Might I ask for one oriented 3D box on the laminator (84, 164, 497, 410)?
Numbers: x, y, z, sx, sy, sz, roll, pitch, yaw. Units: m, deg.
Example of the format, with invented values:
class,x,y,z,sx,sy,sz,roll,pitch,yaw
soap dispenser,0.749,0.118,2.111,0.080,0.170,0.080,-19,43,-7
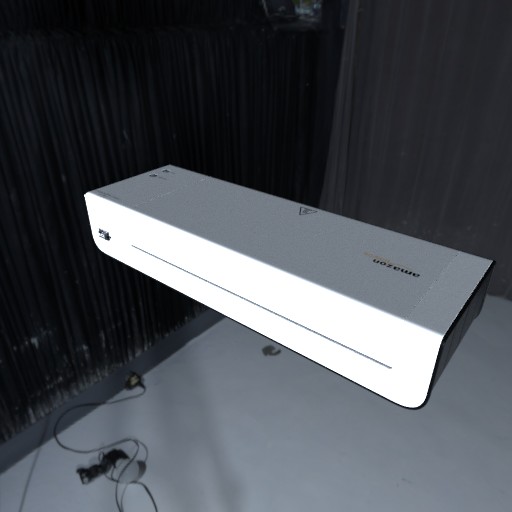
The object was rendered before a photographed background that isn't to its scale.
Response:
class,x,y,z,sx,sy,sz,roll,pitch,yaw
laminator,0.000,0.000,0.379,0.340,0.062,0.123,22,37,33
